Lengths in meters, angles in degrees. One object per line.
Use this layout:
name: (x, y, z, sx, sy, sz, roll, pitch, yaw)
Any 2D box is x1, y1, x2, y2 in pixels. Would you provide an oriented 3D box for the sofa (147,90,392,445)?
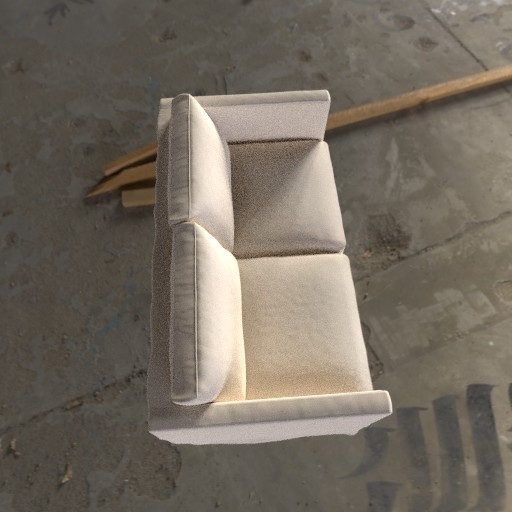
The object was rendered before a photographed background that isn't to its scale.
sofa: (0.000, 0.000, 2.311, 0.962, 0.834, 1.746, -4, 63, -2)
